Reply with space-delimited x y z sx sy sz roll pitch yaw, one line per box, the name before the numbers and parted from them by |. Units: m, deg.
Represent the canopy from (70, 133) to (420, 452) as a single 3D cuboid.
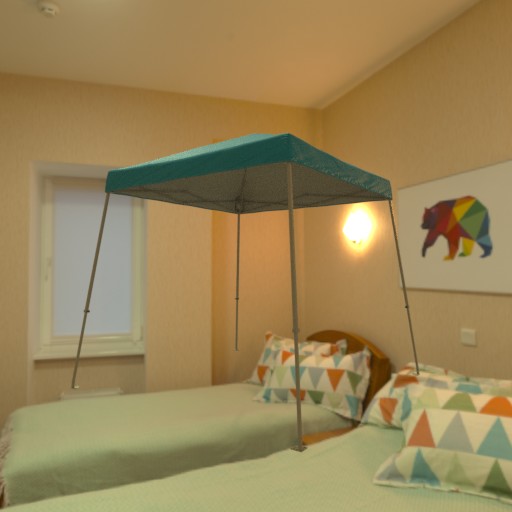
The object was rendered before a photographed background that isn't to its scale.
canopy | 0.000 0.000 6.450 3.600 3.600 3.599 -1 -2 36
